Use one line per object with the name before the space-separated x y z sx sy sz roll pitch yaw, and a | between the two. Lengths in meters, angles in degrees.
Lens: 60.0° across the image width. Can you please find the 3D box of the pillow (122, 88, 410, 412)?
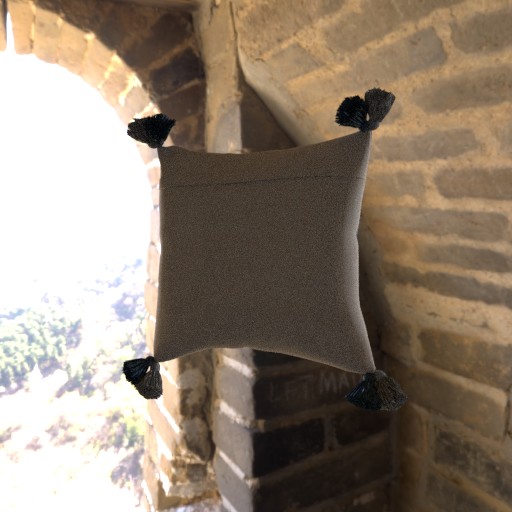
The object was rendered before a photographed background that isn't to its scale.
pillow | 0.000 0.000 0.923 0.614 0.634 0.138 0 0 18
